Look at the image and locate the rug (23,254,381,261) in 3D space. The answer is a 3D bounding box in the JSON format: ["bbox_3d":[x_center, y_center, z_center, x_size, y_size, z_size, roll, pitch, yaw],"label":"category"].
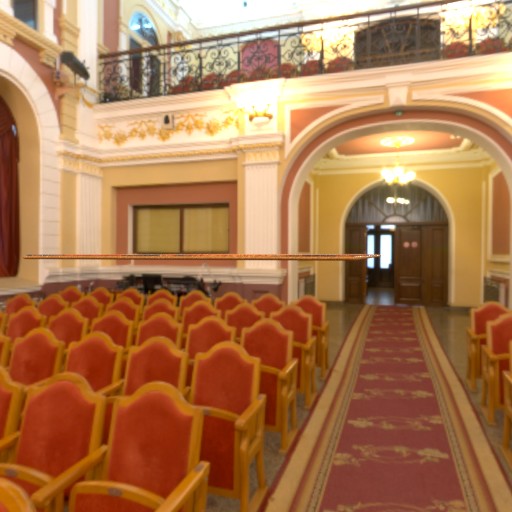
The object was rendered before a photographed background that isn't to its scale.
[{"bbox_3d":[0.000,0.000,1.078,0.557,0.008,0.863,0,0,18],"label":"rug"}]
